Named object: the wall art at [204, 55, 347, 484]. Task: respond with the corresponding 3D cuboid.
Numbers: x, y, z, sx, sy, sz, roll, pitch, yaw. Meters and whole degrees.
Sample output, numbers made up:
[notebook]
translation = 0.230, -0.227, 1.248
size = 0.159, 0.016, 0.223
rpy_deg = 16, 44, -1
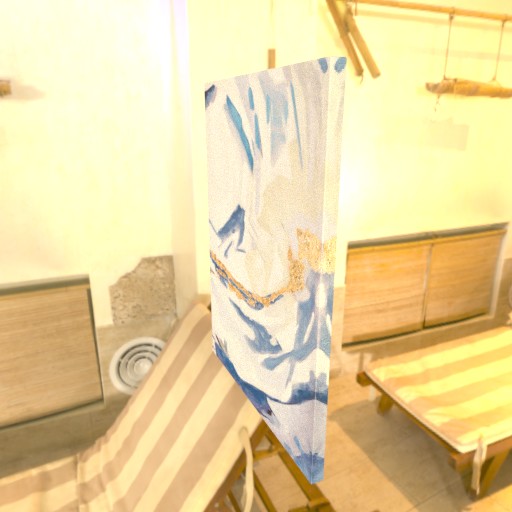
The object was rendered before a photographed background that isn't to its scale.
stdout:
[wall art]
translation = 0.000, 0.000, 1.326
size = 0.038, 1.015, 0.761
rpy_deg = -8, 19, -24
